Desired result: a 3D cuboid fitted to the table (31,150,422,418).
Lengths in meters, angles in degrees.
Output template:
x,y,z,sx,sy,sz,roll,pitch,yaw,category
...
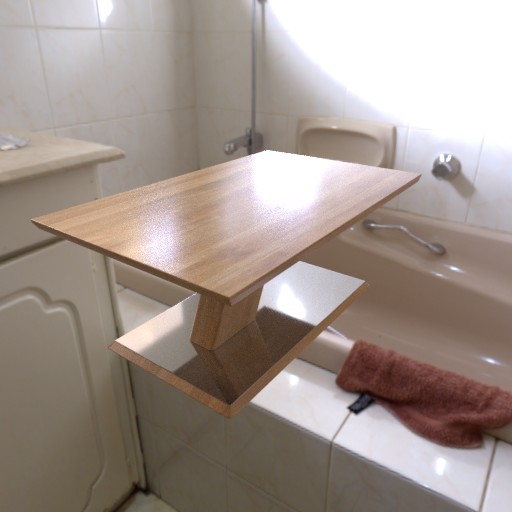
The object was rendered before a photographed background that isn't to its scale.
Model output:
x,y,z,sx,sy,sz,roll,pitch,yaw,category
0.000,0.000,1.498,0.692,0.441,1.100,17,30,33,table
